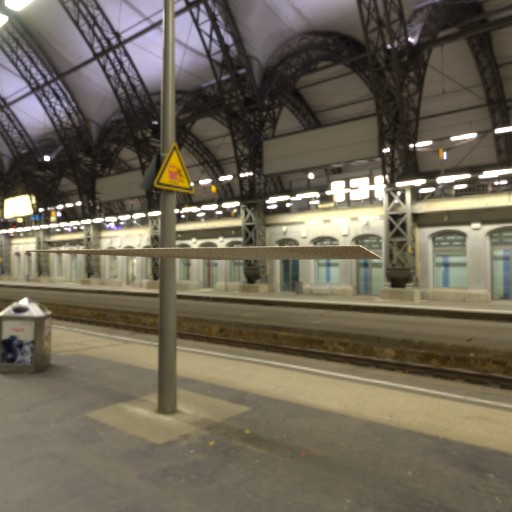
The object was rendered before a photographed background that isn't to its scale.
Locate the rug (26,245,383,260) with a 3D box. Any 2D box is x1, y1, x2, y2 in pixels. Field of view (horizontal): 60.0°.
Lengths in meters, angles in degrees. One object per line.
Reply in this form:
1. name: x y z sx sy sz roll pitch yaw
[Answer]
1. rug: 0.000 0.000 2.356 1.234 0.006 1.850 -1 -2 18
